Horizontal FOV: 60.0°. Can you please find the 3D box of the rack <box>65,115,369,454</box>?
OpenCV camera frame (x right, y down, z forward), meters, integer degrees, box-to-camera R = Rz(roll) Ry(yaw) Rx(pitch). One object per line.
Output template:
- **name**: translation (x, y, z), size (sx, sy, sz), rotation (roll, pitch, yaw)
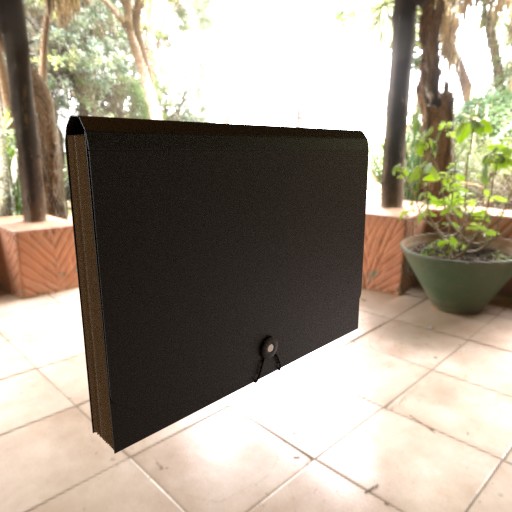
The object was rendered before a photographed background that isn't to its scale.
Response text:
- **rack**: translation (0.000, 0.000, 0.424), size (0.041, 0.241, 0.330), rotation (13, 19, 43)
